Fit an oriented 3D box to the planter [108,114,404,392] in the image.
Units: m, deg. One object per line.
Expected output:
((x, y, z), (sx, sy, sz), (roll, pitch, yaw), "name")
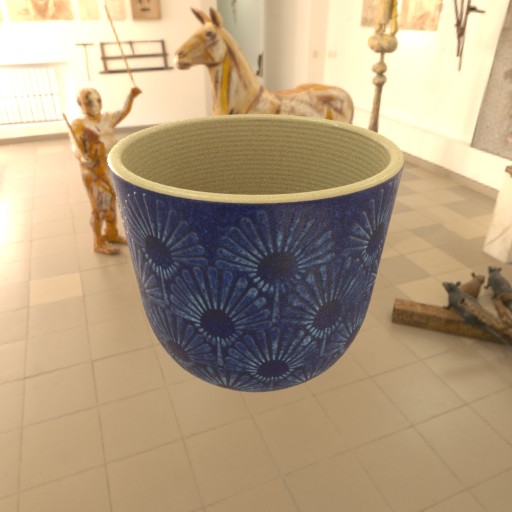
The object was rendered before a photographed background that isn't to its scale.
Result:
((0.000, 0.000, 0.300), (0.170, 0.153, 0.170), (0, 30, 0), "planter")
